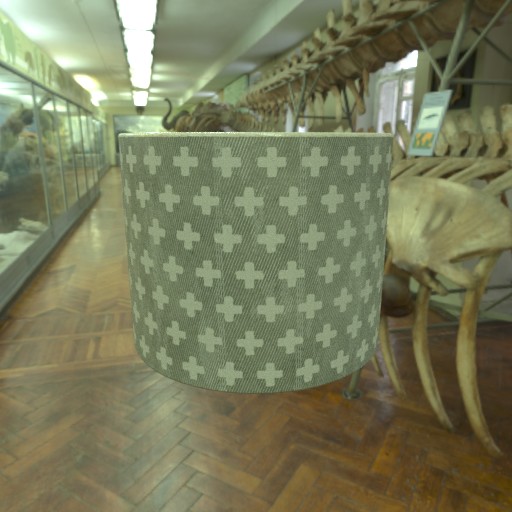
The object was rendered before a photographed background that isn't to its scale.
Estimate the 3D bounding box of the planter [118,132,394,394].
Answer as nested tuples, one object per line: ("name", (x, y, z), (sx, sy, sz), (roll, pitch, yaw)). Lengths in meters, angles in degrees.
("planter", (0.000, 0.000, 0.342), (0.190, 0.181, 0.190), (0, 15, 0))
